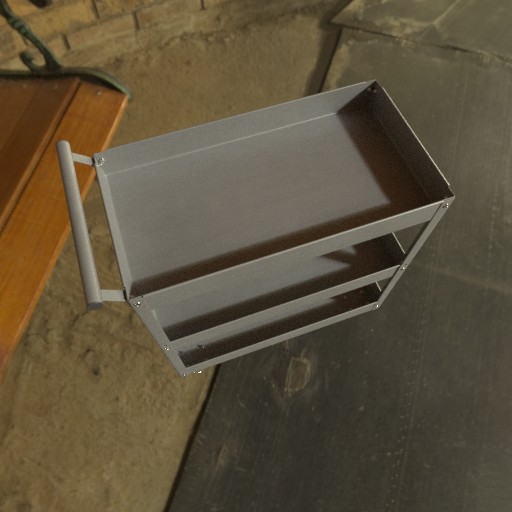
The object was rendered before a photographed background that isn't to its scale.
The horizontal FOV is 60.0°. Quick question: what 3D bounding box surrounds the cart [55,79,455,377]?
[{"bbox_3d":[0.000,0.000,1.196,0.719,0.780,0.366,-18,64,-9],"label":"cart"}]
